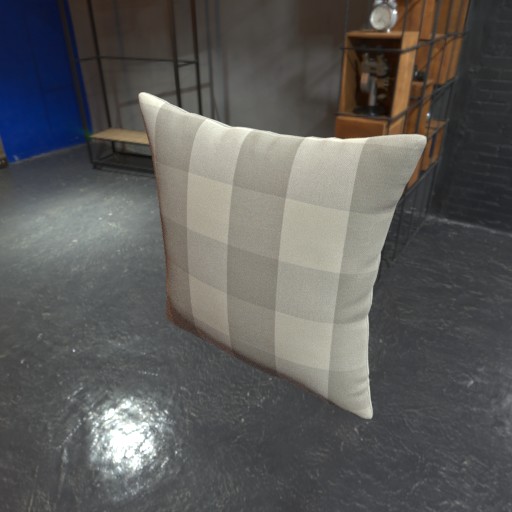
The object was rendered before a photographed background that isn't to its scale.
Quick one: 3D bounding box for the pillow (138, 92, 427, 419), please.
[{"bbox_3d":[0.000,0.000,0.794,0.511,0.509,0.161,20,35,30],"label":"pillow"}]
